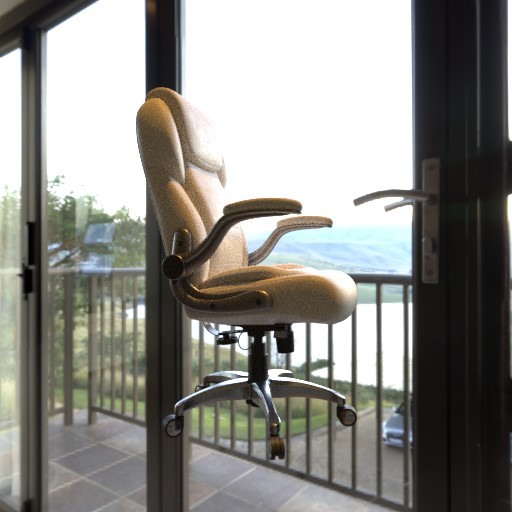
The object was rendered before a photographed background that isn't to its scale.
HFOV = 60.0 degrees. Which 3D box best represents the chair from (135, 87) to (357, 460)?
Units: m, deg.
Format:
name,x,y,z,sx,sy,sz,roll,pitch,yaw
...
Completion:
name,x,y,z,sx,sy,sz,roll,pitch,yaw
chair,0.000,0.000,1.821,0.806,1.330,0.755,0,0,18
